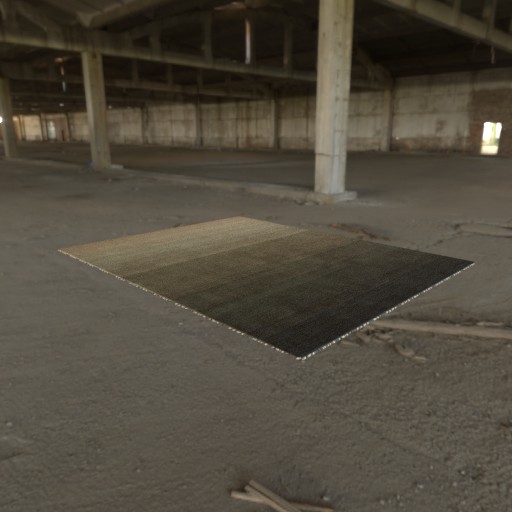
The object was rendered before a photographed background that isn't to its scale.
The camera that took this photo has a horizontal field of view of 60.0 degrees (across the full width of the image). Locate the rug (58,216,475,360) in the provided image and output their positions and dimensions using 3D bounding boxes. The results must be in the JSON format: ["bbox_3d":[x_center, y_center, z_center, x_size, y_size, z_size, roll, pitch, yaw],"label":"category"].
[{"bbox_3d":[0.000,0.000,3.896,2.902,0.017,2.306,15,22,43],"label":"rug"}]
